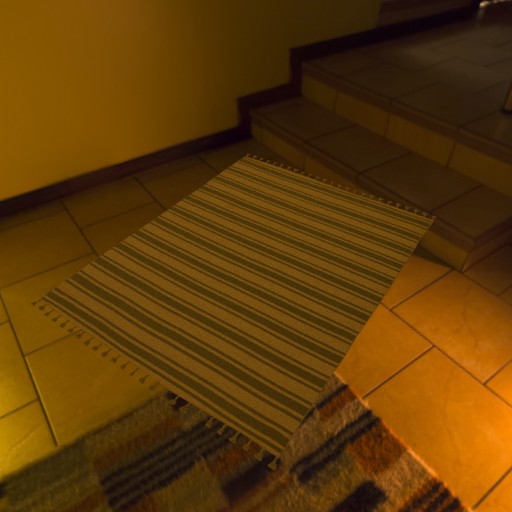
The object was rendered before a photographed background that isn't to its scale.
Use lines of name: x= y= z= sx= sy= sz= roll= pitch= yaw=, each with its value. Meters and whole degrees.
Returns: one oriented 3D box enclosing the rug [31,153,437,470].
rug: x=0.000 y=0.000 z=4.185 sx=2.439 sy=0.005 sz=3.201 roll=24 pitch=47 yaw=25
